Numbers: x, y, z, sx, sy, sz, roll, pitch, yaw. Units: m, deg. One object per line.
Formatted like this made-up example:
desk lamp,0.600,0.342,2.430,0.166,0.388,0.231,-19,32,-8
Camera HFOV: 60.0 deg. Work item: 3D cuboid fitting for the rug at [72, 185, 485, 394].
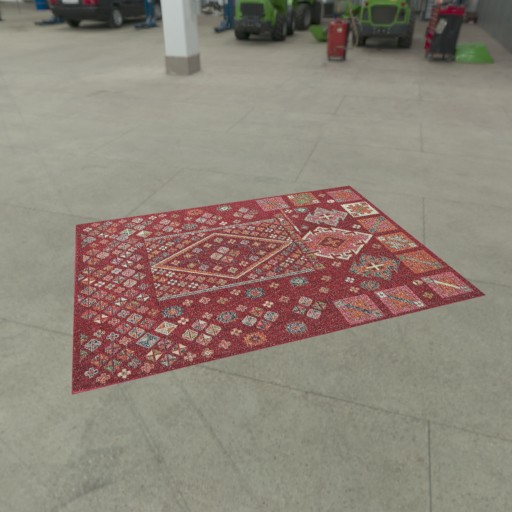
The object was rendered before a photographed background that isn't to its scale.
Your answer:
rug,0.000,0.000,2.814,2.184,0.007,1.579,-10,34,-15
